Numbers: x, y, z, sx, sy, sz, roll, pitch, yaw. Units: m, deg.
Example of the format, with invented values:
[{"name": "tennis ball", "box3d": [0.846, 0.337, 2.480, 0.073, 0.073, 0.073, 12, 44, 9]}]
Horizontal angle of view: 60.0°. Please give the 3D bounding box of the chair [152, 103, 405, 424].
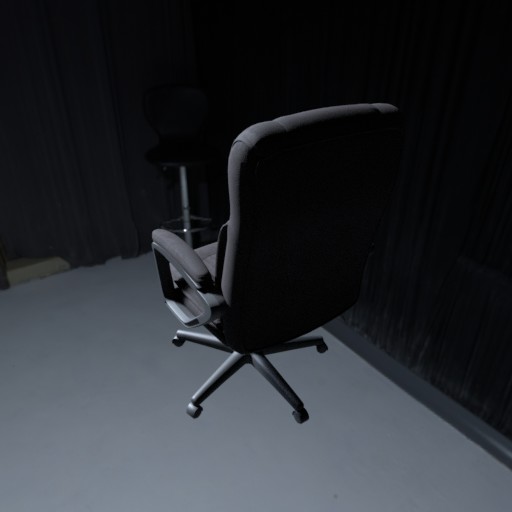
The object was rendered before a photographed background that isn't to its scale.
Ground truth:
[{"name": "chair", "box3d": [0.000, 0.000, 1.539, 0.667, 1.105, 0.724, -19, 35, -29]}]
